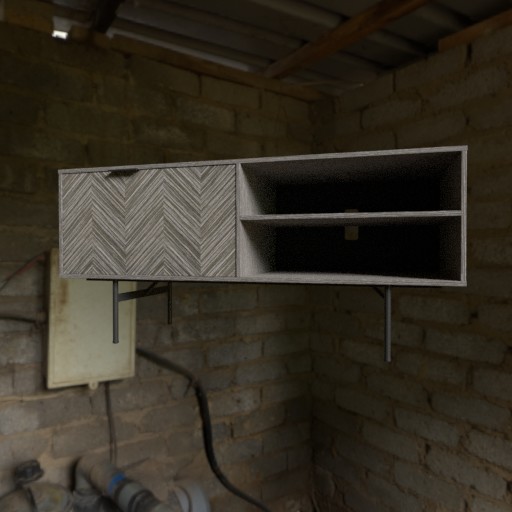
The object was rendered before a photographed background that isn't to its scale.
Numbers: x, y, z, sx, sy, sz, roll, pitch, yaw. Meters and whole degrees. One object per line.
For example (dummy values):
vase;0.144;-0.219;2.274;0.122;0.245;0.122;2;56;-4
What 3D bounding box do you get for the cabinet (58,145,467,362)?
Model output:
cabinet;0.000;0.000;1.579;1.300;0.599;0.500;0;1;16
